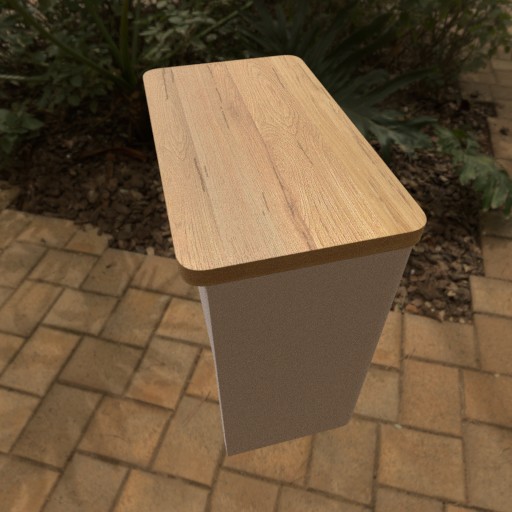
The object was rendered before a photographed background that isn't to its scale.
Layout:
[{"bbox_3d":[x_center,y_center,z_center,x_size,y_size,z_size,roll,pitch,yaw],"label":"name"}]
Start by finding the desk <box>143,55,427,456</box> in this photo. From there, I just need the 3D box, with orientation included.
[{"bbox_3d":[0.000,0.000,1.259,0.440,0.790,0.760,-10,47,-10],"label":"desk"}]
